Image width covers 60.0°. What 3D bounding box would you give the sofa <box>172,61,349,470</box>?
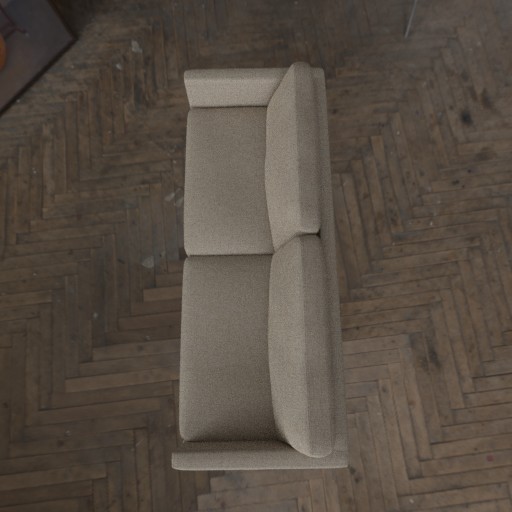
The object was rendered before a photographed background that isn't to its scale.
[{"bbox_3d":[0.000,0.000,2.851,0.951,0.965,2.434,-1,75,0],"label":"sofa"}]
